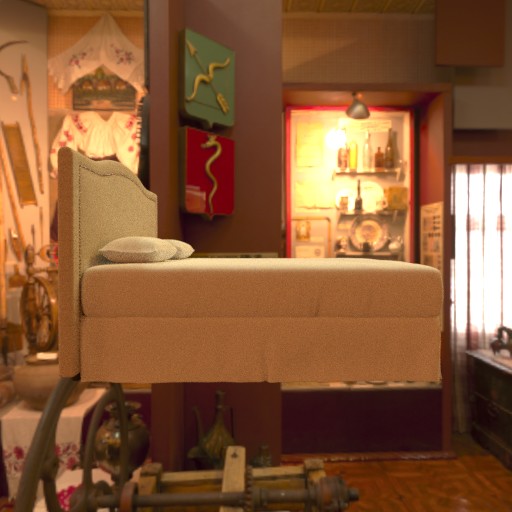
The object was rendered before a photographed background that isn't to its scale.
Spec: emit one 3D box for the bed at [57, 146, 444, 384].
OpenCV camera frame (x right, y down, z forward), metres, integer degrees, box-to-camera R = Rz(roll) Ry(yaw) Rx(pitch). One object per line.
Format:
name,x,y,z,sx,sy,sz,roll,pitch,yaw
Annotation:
bed,0.000,0.000,3.458,2.182,1.421,2.083,0,1,0
